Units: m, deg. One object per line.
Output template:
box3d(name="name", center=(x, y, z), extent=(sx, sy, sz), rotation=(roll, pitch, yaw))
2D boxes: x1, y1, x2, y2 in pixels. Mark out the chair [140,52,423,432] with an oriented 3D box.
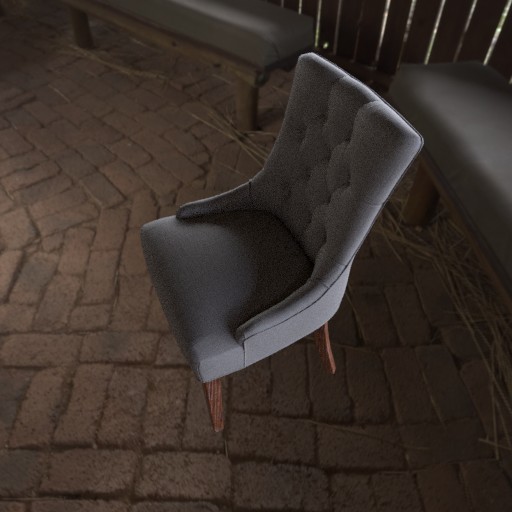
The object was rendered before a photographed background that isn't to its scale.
box3d(name="chair", center=(0.000, 0.000, 1.218), extent=(0.565, 0.874, 0.509), rotation=(-18, 50, -16))
